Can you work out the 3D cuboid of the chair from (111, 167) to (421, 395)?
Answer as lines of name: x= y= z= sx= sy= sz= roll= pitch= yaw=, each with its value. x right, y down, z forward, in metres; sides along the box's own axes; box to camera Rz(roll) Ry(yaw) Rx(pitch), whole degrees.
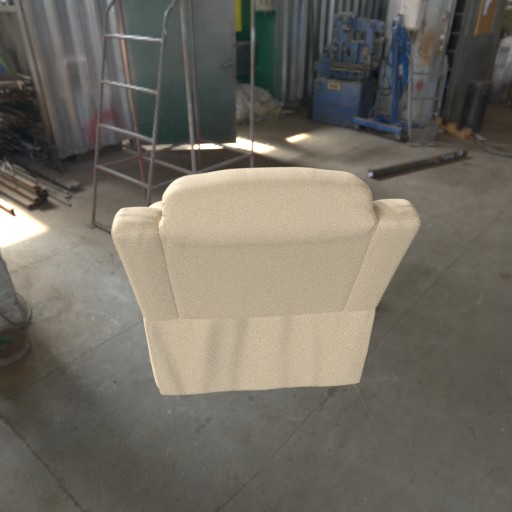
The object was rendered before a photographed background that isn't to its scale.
chair: x=0.000 y=0.000 z=1.260 sx=0.680 sy=0.702 sz=0.709 roll=-2 pitch=30 yaw=-4
